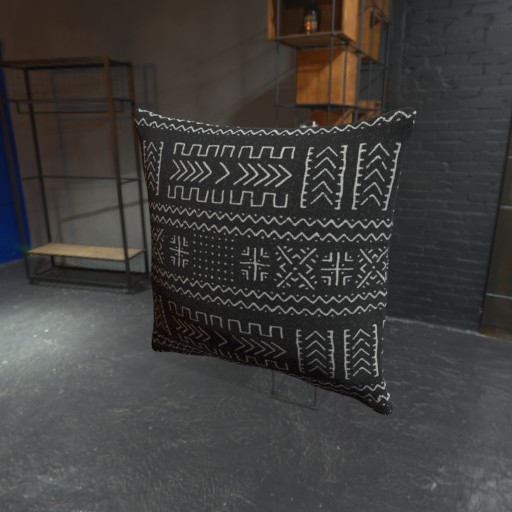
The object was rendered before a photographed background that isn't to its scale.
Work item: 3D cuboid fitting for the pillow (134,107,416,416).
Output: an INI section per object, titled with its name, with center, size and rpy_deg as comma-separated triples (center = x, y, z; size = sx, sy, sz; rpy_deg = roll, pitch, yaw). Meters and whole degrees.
[pillow]
center = 0.000, 0.000, 0.672
size = 0.438, 0.430, 0.164
rpy_deg = 8, 18, 26
